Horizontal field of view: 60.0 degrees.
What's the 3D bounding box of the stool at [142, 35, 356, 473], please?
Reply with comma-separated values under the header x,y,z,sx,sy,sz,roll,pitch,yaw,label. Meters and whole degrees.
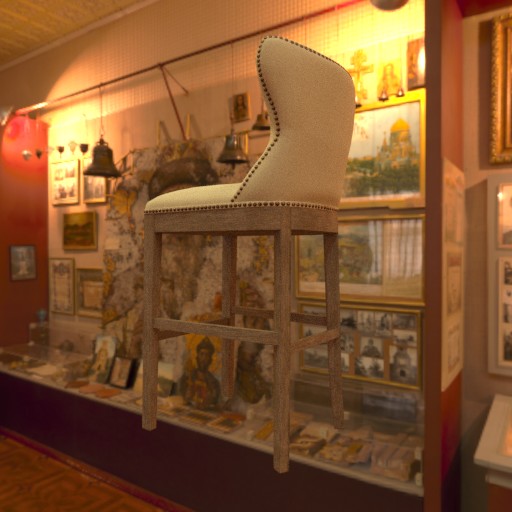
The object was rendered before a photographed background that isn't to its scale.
x,y,z,sx,sy,sz,roll,pitch,yaw,label
0.000,0.000,1.425,0.606,1.123,0.494,0,1,36,stool
